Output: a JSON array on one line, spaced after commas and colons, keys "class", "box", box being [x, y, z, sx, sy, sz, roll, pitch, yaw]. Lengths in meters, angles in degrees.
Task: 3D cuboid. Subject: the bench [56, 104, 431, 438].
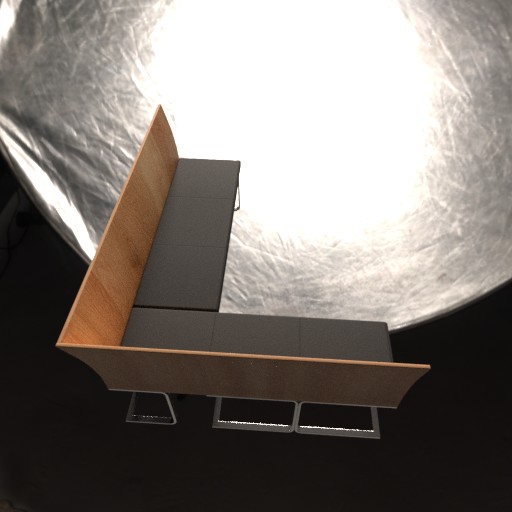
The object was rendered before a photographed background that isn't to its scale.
[{"class": "bench", "box": [0.000, 0.000, 2.754, 1.495, 0.930, 1.945, 3, 48, 3]}]
